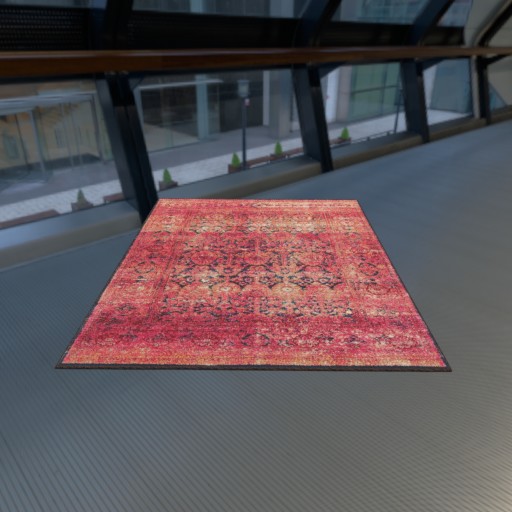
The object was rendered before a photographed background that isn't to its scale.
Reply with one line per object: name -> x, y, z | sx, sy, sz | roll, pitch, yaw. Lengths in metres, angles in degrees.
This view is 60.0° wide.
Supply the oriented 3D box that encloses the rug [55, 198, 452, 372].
rug -> 0.000, 0.000, 4.026 | 2.411, 0.020, 3.032 | 0, 27, 1
